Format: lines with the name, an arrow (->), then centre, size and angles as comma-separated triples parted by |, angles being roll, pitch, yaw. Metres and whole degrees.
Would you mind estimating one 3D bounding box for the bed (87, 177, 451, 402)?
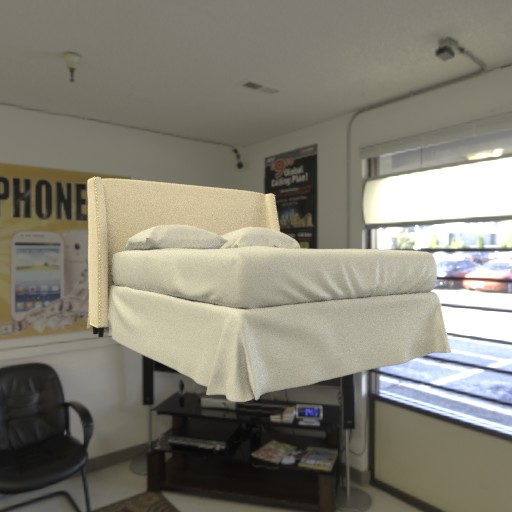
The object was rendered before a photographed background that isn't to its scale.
bed -> 0.000, 0.000, 3.383 | 1.925, 1.332, 2.276 | 0, 1, -35
